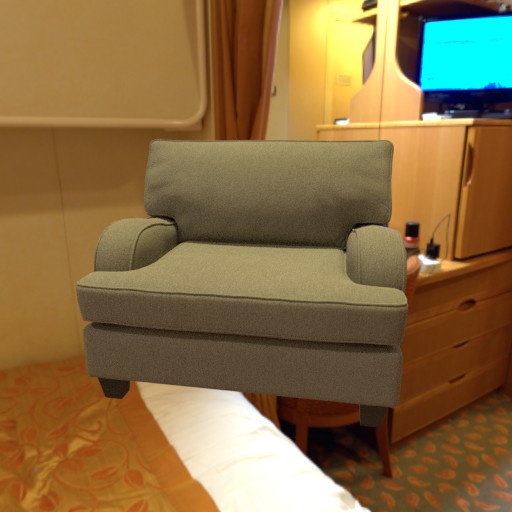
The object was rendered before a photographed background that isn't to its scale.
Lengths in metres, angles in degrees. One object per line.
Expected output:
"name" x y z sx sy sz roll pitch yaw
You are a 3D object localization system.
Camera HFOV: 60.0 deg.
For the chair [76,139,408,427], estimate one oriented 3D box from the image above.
"chair" 0.000 0.000 1.999 1.220 1.016 1.041 3 15 10
